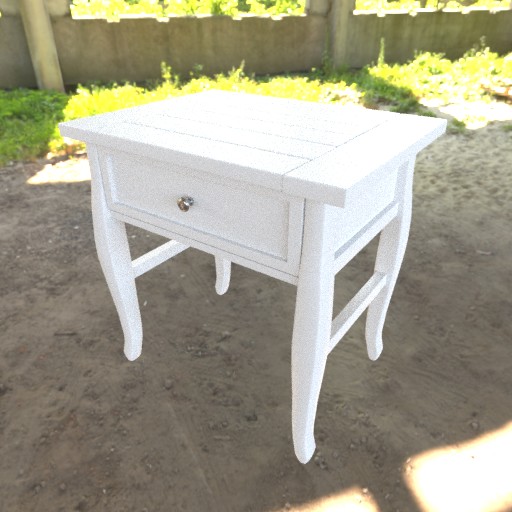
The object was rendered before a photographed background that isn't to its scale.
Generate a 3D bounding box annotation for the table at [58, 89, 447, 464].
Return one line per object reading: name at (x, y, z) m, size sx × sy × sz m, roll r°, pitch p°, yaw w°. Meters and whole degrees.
table at (0.000, 0.000, 1.007) m, size 0.599 × 0.605 × 0.463 m, roll 19°, pitch 35°, yaw 30°
